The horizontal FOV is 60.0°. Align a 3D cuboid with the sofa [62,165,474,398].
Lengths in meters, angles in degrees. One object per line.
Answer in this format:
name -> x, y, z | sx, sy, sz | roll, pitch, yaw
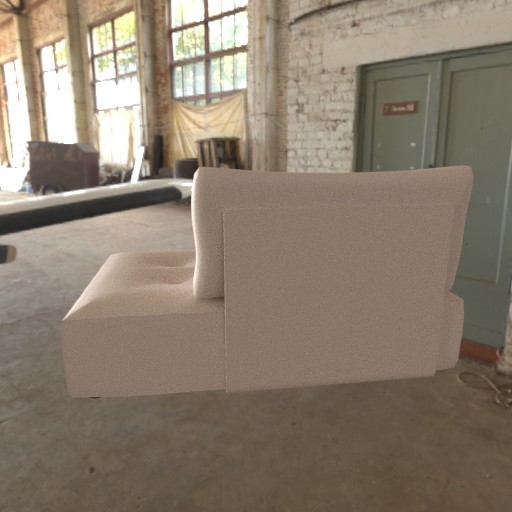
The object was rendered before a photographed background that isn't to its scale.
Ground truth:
sofa -> 0.000, 0.000, 2.001 | 1.450, 0.820, 1.000 | -2, 13, -9
